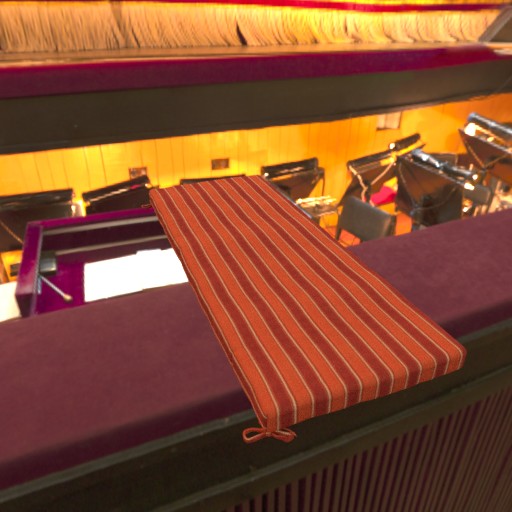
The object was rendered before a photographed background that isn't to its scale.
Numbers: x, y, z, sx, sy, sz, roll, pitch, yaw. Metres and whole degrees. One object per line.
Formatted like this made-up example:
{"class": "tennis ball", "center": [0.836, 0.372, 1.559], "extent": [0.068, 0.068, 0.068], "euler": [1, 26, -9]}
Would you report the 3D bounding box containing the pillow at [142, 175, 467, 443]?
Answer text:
{"class": "pillow", "center": [0.000, 0.000, 1.302], "extent": [0.492, 0.081, 1.187], "euler": [-11, 32, -19]}
